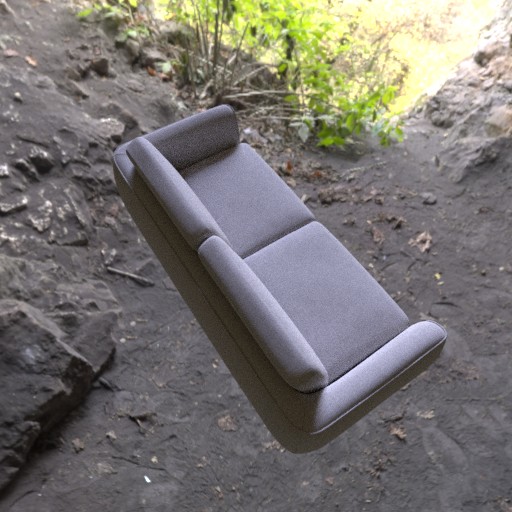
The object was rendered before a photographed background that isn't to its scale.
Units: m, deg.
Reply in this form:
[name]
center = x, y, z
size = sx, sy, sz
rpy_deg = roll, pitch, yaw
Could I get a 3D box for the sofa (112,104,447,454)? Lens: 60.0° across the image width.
[sofa]
center = 0.000, 0.000, 2.499
size = 0.920, 0.850, 2.000
rpy_deg = -29, 62, -17
